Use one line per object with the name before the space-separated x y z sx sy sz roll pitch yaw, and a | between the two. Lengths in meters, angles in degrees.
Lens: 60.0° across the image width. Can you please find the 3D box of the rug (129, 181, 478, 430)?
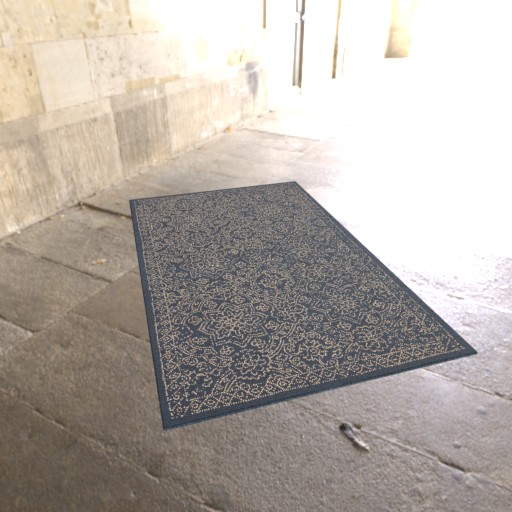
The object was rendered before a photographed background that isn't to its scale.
rug | 0.000 0.000 2.980 1.526 0.015 2.441 -9 31 -15
